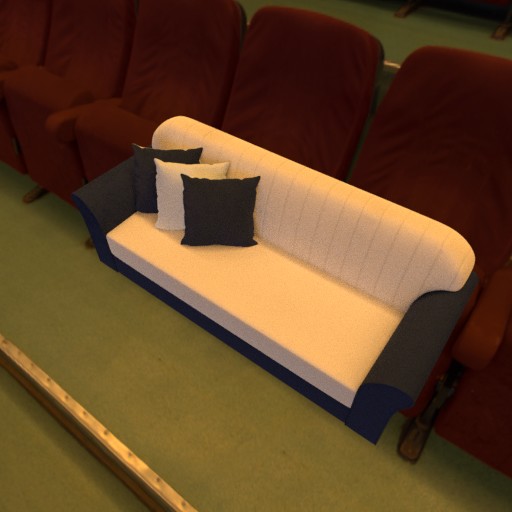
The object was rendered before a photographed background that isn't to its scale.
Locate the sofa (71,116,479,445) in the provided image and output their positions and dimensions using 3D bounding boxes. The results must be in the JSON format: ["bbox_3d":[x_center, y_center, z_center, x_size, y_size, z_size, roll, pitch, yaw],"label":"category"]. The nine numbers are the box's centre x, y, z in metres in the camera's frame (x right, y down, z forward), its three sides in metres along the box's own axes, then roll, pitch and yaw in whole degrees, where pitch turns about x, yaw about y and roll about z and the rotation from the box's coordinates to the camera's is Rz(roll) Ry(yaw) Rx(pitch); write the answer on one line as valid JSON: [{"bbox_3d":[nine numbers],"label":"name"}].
[{"bbox_3d":[0.000,0.000,2.358,2.006,0.789,0.749,29,53,24],"label":"sofa"}]
